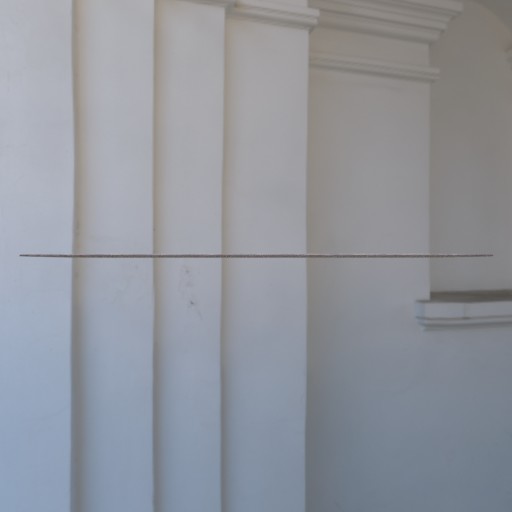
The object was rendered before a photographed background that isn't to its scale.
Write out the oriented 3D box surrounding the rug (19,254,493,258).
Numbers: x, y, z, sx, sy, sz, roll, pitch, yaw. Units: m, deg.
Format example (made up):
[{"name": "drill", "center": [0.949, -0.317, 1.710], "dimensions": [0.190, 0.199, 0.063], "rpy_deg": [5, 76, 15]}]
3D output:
[{"name": "rug", "center": [0.000, 0.000, 2.614], "dimensions": [2.437, 0.013, 0.685], "rpy_deg": [0, -1, 0]}]
